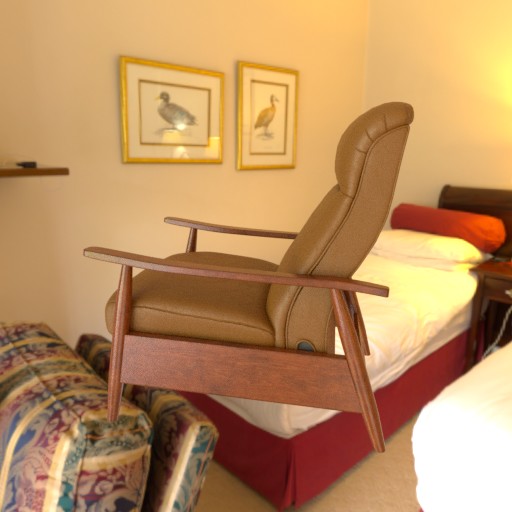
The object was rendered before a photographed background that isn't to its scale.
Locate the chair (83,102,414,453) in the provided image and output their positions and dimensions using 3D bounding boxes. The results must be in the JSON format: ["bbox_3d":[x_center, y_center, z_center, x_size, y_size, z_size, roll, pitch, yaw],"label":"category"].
[{"bbox_3d":[0.000,0.000,1.728,1.014,1.082,0.762,2,14,10],"label":"chair"}]
